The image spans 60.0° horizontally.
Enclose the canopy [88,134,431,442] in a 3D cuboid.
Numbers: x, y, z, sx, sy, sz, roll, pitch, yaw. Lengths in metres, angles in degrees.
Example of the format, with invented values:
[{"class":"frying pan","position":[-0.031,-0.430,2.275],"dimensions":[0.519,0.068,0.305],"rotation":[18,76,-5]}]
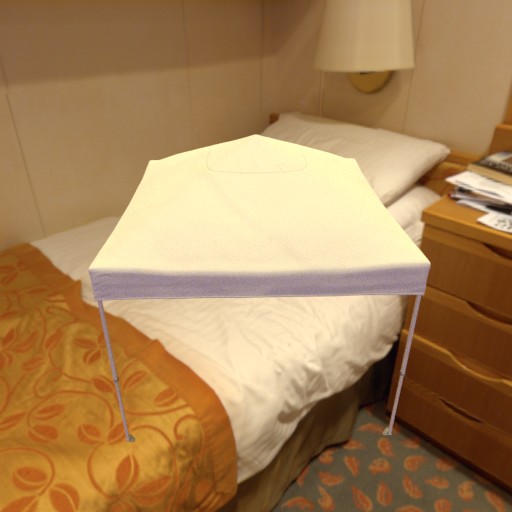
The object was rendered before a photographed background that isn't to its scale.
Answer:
[{"class":"canopy","position":[0.000,0.000,5.489],"dimensions":[2.996,2.997,2.998],"rotation":[-1,30,-2]}]
